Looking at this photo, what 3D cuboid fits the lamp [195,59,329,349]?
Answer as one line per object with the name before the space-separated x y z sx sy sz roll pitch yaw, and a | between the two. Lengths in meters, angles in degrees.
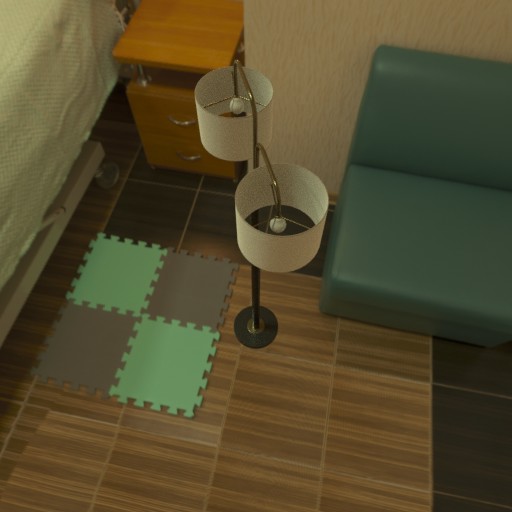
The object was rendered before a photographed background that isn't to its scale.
lamp | 0.000 0.000 1.873 0.254 1.587 0.711 -15 60 -9
